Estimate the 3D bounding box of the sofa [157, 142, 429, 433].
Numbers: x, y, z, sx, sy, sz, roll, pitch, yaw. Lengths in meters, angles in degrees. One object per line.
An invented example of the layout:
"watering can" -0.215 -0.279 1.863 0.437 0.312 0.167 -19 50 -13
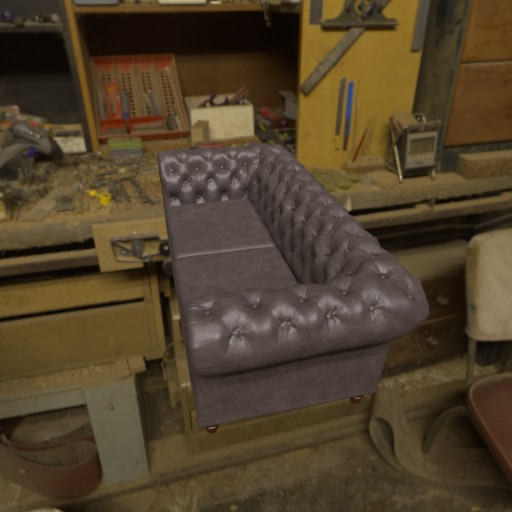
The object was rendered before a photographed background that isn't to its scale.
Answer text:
"sofa" 0.000 0.000 2.517 0.944 0.779 2.048 -7 32 -12
